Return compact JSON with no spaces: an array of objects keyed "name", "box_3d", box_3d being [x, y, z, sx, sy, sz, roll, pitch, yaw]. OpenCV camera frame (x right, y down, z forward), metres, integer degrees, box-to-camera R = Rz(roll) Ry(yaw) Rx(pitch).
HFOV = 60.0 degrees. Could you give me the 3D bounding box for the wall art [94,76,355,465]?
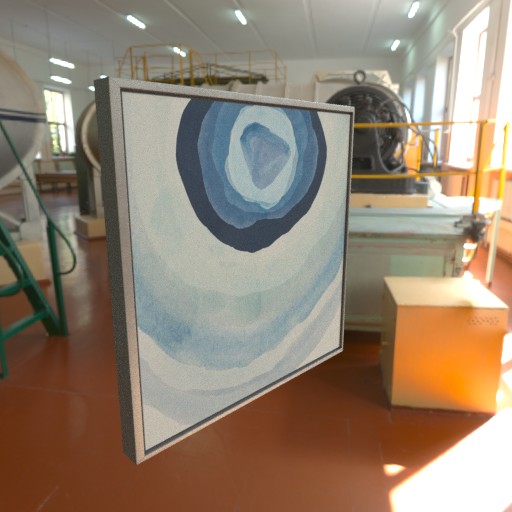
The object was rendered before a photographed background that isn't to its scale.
[{"name":"wall art","box_3d":[0.000,0.000,0.512,0.028,0.349,0.349,13,18,43]}]
